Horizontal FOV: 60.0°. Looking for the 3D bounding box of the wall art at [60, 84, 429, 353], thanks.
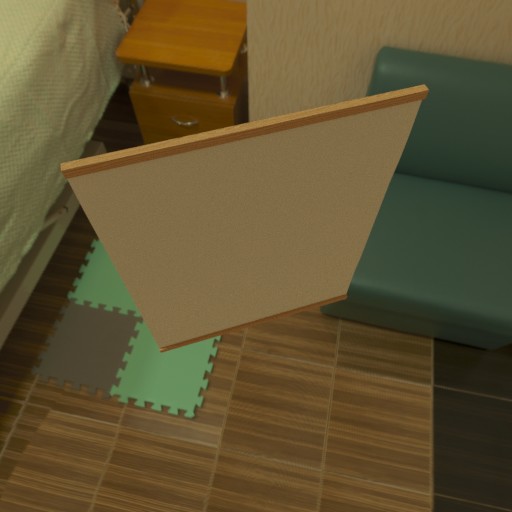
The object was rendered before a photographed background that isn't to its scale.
[{"bbox_3d":[0.000,0.000,0.790,0.458,0.605,0.011,-15,60,-9],"label":"wall art"}]
